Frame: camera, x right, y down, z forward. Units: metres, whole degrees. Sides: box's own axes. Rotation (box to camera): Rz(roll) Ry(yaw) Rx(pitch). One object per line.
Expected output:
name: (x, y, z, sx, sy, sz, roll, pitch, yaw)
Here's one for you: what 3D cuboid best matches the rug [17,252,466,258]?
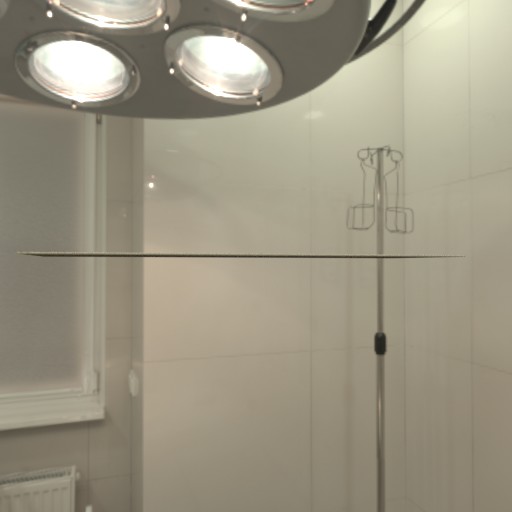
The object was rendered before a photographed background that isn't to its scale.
rug: (0.000, 0.000, 2.660, 2.435, 0.009, 0.750, 0, -1, -18)
